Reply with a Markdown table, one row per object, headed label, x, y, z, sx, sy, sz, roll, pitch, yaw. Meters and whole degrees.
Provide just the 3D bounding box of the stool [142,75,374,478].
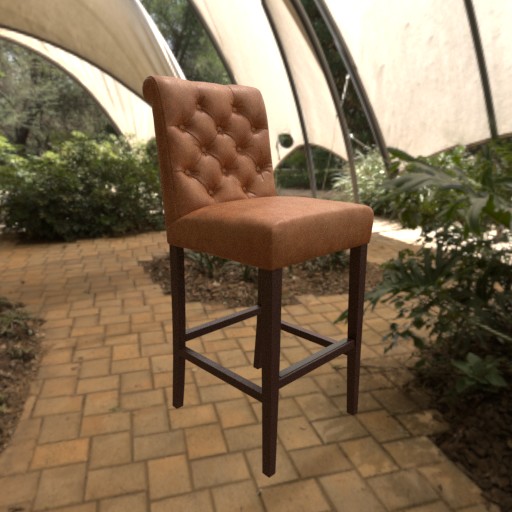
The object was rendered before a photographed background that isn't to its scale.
| label | x | y | z | sx | sy | sz | roll | pitch | yaw |
| --- | --- | --- | --- | --- | --- | --- | --- | --- | --- |
| stool | 0.000 | 0.000 | 1.484 | 0.493 | 1.140 | 0.601 | -14 | 20 | -43 |
